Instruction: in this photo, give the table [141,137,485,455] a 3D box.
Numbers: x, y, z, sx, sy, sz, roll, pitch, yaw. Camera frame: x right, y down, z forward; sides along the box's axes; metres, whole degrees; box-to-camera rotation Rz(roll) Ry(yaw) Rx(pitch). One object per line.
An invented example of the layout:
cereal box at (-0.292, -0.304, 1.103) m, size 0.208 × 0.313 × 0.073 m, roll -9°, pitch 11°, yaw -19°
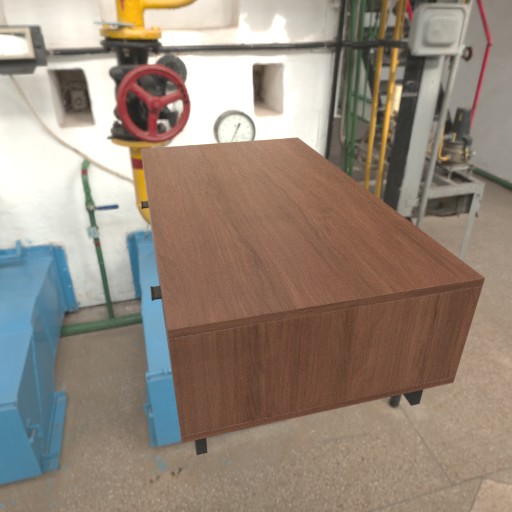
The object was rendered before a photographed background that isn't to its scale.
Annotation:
table at (0.000, 0.000, 1.270) m, size 0.600 × 0.380 × 1.020 m, roll -8°, pitch 31°, yaw -13°
